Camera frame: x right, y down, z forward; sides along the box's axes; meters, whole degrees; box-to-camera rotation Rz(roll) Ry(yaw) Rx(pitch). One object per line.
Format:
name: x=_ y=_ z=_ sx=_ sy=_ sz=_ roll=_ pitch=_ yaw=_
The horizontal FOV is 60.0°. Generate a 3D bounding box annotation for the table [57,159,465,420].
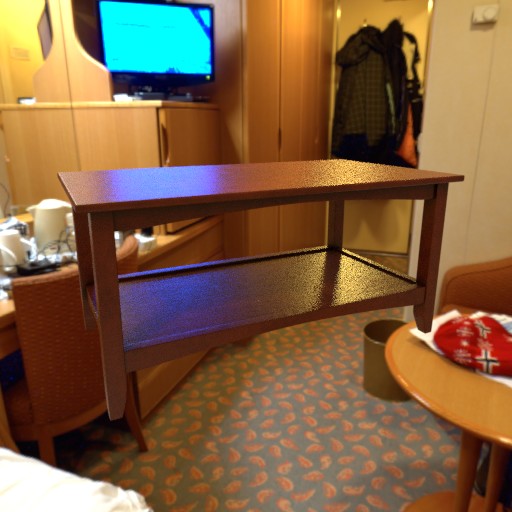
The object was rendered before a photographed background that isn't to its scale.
table: x=0.000 y=0.000 z=1.241 sx=0.943 sy=0.456 sz=0.533 roll=-8 pitch=19 yaw=-25
